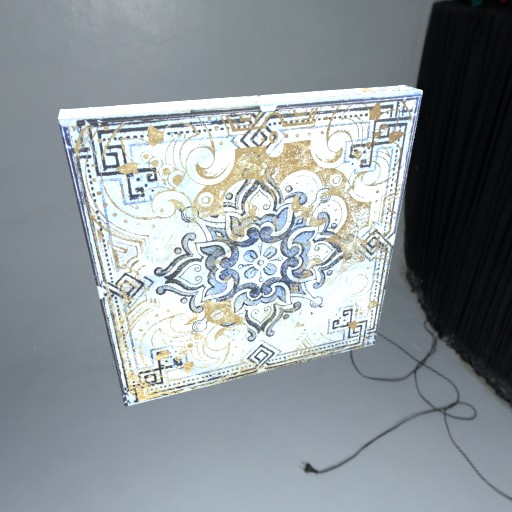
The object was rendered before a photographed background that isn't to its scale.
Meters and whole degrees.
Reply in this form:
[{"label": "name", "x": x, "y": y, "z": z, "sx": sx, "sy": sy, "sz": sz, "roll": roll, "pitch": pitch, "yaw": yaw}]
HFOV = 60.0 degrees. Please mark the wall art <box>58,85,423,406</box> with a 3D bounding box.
[{"label": "wall art", "x": 0.000, "y": 0.000, "z": 0.601, "sx": 0.411, "sy": 0.410, "sz": 0.038, "roll": -10, "pitch": 33, "yaw": -16}]
